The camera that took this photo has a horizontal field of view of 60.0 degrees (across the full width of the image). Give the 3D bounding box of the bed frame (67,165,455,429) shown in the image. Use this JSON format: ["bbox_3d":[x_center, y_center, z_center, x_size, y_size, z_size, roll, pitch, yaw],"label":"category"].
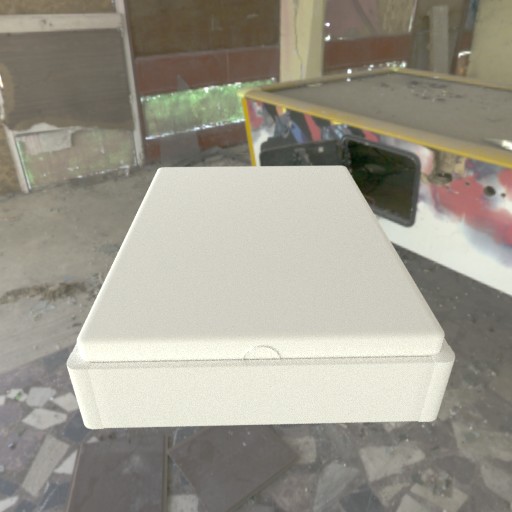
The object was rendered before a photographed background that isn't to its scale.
[{"bbox_3d":[0.000,0.000,2.437,1.400,0.406,1.900,-1,31,-1],"label":"bed frame"}]
